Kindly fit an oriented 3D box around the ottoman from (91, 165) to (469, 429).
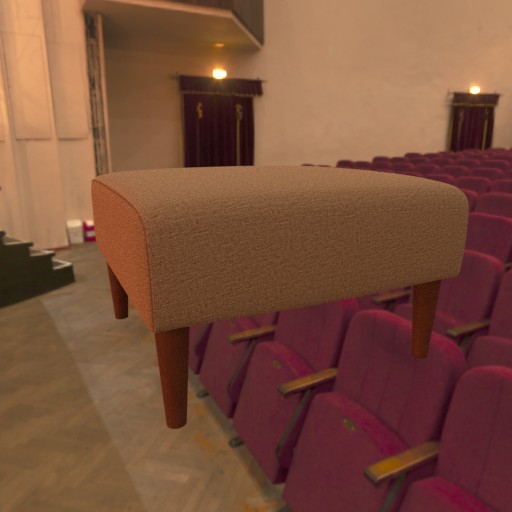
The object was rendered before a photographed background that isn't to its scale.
[{"bbox_3d":[0.000,0.000,1.038,0.650,0.398,0.649,-7,16,-25],"label":"ottoman"}]
